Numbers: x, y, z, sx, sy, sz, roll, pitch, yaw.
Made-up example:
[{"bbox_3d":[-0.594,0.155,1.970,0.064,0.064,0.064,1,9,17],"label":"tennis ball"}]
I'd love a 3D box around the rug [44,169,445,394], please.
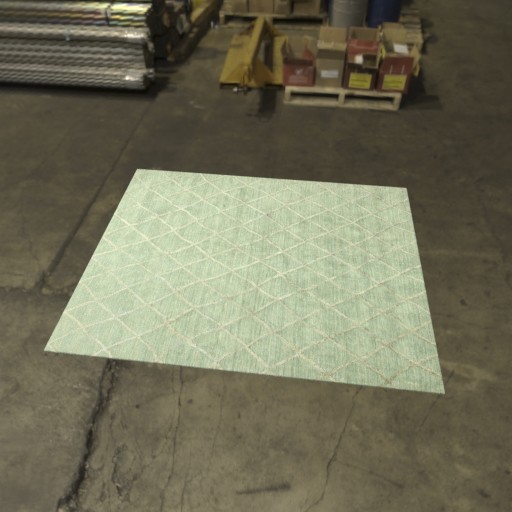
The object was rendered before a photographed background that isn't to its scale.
[{"bbox_3d":[0.000,0.000,4.153,3.039,0.019,2.420,5,47,5],"label":"rug"}]
